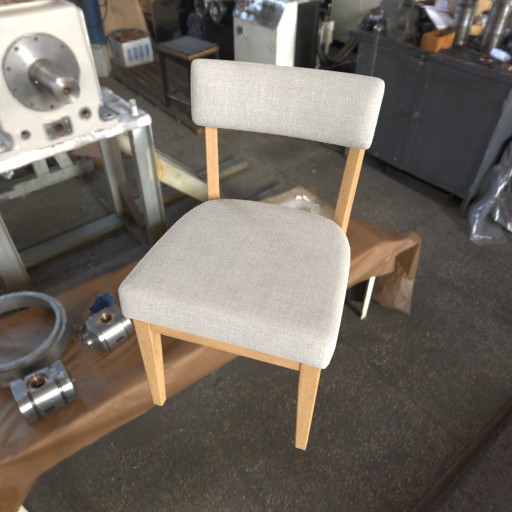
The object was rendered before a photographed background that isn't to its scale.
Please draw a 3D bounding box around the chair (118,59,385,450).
[{"bbox_3d":[0.000,0.000,1.180,0.508,0.832,0.572,12,43,13],"label":"chair"}]
